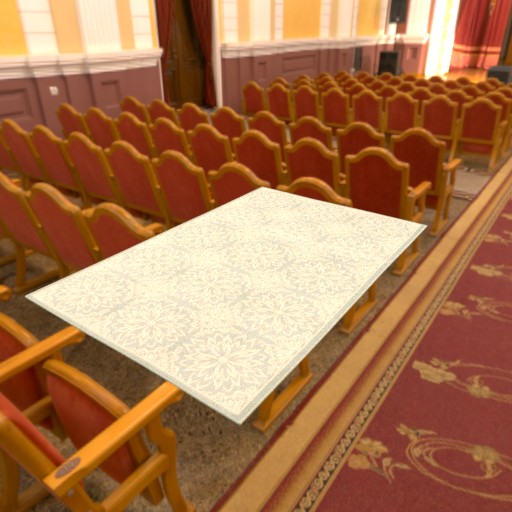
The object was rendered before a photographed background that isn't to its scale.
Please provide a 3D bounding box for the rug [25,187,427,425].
[{"bbox_3d":[0.000,0.000,2.321,1.219,0.012,1.840,19,33,31],"label":"rug"}]
